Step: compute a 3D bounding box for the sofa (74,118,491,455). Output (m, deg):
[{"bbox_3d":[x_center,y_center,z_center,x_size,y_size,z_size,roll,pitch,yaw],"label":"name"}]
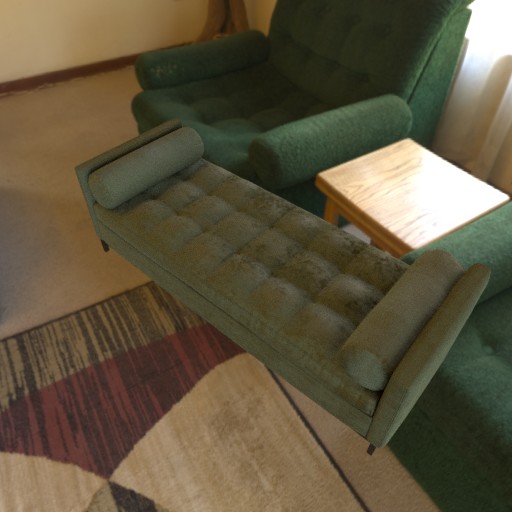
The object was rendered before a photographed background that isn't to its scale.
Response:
[{"bbox_3d":[0.000,0.000,2.455,2.130,0.681,0.817,32,53,28],"label":"sofa"}]
